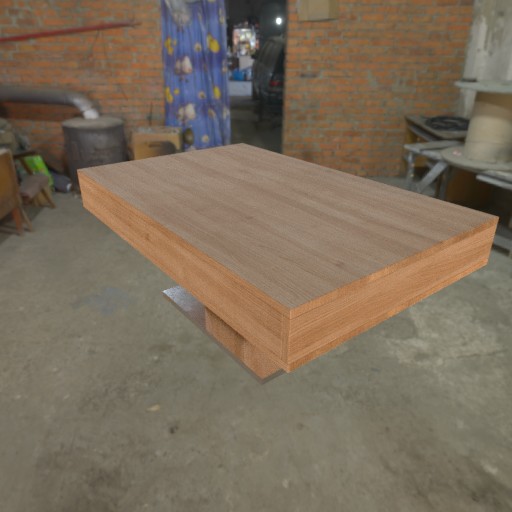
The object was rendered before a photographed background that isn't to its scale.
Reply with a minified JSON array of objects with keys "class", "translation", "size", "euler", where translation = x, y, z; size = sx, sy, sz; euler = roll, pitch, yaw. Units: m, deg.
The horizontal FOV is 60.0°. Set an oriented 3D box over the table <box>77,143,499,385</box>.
[{"class":"table","translation":[0.000,0.000,1.412],"size":[0.700,0.440,1.100],"euler":[-19,32,-33]}]
